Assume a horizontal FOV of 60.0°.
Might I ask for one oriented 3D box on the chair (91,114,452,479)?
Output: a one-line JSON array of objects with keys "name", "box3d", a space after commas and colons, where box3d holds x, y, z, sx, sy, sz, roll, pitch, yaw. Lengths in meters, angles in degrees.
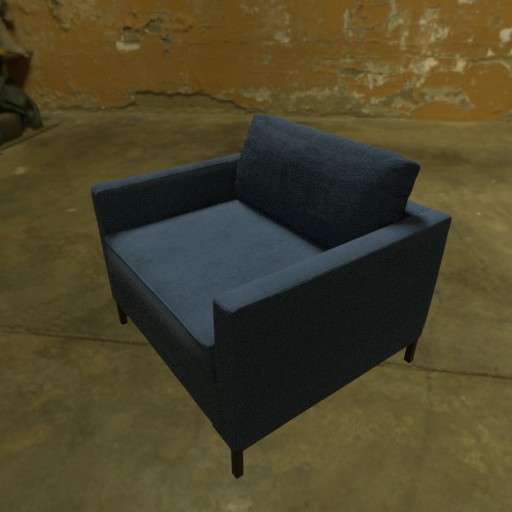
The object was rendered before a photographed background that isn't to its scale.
[{"name": "chair", "box3d": [0.000, 0.000, 1.607, 0.875, 0.812, 0.964, -20, 36, -31]}]
